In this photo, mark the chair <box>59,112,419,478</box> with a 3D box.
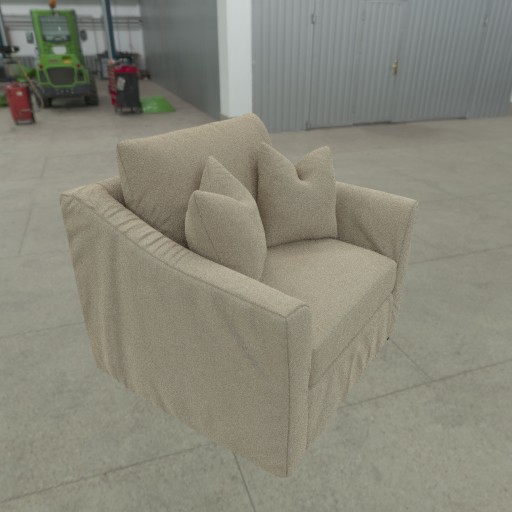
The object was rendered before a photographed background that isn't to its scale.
[{"bbox_3d":[0.000,0.000,2.004,1.071,1.093,1.194,18,31,31],"label":"chair"}]
